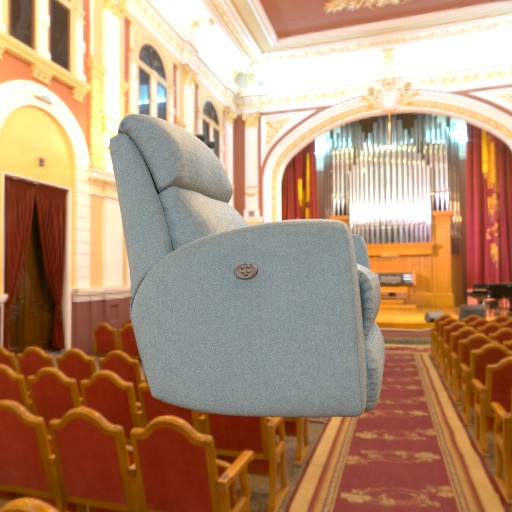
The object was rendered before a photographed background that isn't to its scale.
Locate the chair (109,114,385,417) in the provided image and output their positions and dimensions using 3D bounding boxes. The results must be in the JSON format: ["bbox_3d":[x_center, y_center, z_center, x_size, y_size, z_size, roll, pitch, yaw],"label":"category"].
[{"bbox_3d":[0.000,0.000,1.708,0.940,1.016,0.794,-1,-2,18],"label":"chair"}]
